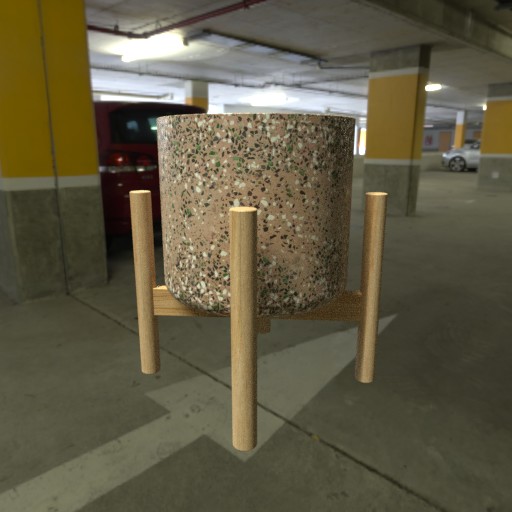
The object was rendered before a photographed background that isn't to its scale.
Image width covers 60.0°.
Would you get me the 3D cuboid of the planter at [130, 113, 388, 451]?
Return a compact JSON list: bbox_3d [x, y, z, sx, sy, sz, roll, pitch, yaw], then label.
[{"bbox_3d":[0.000,0.000,0.545,0.284,0.320,0.284,7,16,26],"label":"planter"}]
